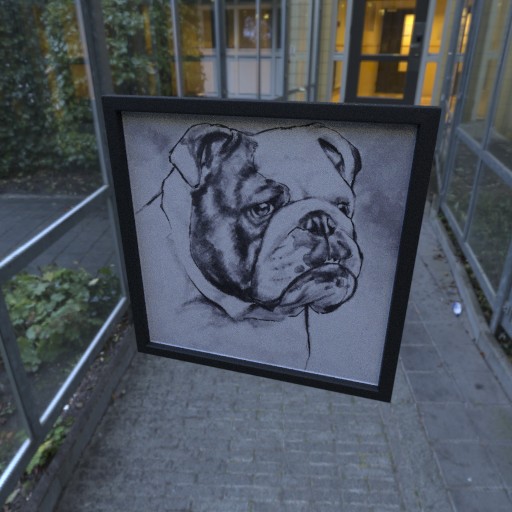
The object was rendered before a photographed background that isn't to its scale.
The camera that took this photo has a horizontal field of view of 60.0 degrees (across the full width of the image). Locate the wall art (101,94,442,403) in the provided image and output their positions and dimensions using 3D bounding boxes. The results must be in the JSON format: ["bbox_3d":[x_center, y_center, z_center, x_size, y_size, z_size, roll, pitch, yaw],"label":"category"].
[{"bbox_3d":[0.000,0.000,0.679,0.456,0.453,0.022,7,27,15],"label":"wall art"}]
